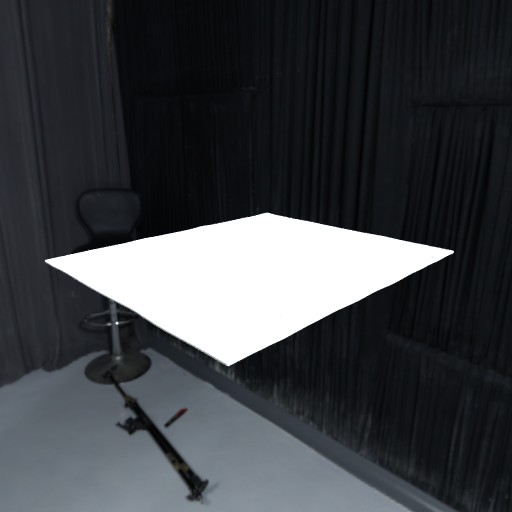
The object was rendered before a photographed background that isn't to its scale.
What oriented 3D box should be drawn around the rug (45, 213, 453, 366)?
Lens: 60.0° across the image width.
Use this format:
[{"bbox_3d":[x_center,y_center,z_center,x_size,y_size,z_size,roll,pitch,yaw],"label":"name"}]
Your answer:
[{"bbox_3d":[0.000,0.000,0.908,0.639,0.006,0.548,-17,24,-42],"label":"rug"}]
